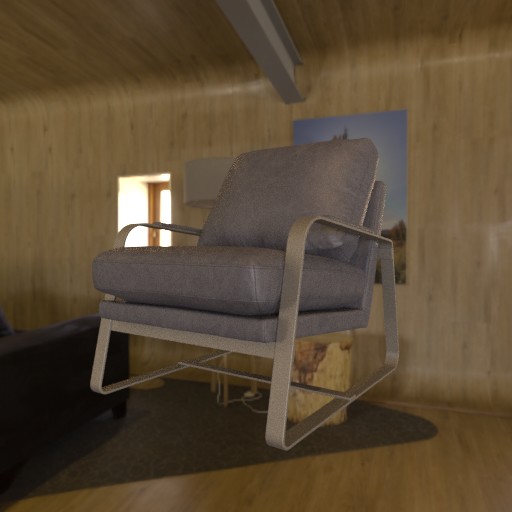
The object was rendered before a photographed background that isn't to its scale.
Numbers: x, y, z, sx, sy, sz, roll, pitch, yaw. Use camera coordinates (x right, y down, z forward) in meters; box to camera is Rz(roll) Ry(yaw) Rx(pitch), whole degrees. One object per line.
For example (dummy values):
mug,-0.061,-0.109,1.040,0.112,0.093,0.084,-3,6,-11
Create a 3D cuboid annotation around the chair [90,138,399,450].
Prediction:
chair,0.000,0.000,1.478,0.692,0.839,0.878,1,2,35
